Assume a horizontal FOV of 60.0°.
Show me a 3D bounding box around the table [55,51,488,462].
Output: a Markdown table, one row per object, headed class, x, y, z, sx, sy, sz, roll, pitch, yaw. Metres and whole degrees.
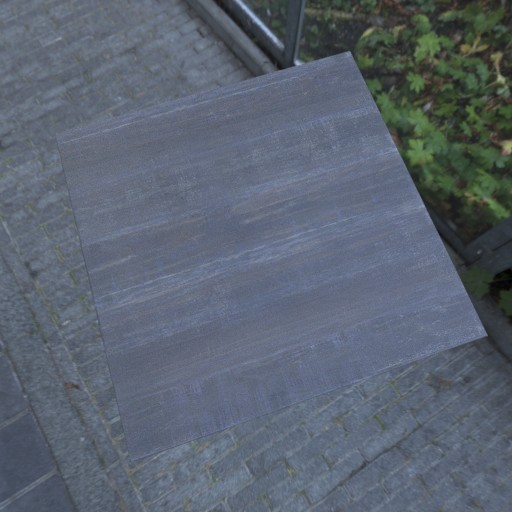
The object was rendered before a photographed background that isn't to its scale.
| class | x | y | z | sx | sy | sz | roll | pitch | yaw |
| --- | --- | --- | --- | --- | --- | --- | --- | --- | --- |
| table | 0.000 | 0.000 | 1.097 | 0.696 | 0.400 | 0.696 | -18 | 74 | -5 |
